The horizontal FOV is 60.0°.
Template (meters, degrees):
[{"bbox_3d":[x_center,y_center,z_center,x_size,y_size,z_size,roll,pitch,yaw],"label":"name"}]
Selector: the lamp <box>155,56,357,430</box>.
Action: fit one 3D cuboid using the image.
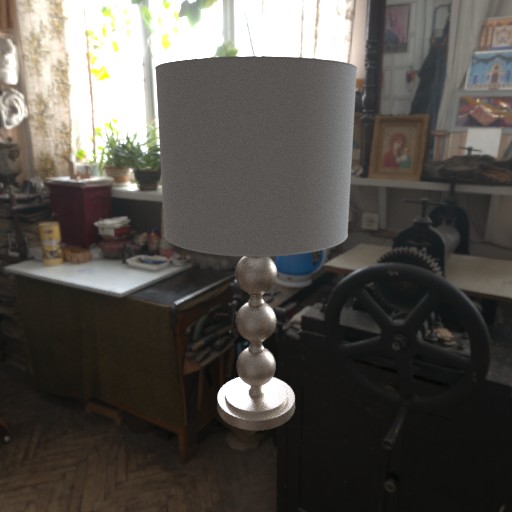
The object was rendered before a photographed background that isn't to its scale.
[{"bbox_3d":[0.000,0.000,0.692,0.277,0.538,0.277,-3,17,-9],"label":"lamp"}]
